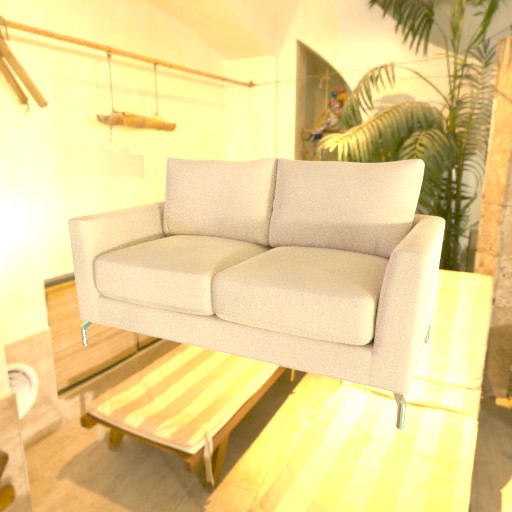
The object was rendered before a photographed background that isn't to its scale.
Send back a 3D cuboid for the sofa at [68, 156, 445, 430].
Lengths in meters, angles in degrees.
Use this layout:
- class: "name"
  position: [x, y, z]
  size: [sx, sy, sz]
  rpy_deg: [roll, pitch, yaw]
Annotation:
- class: "sofa"
  position: [0.000, 0.000, 2.316]
  size: [1.739, 0.995, 0.906]
  rpy_deg: [7, 15, 26]
